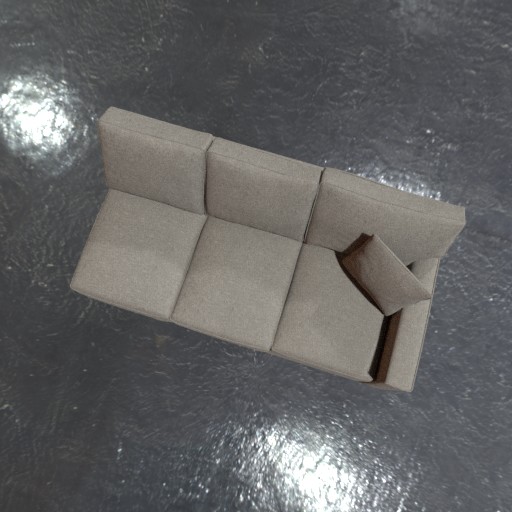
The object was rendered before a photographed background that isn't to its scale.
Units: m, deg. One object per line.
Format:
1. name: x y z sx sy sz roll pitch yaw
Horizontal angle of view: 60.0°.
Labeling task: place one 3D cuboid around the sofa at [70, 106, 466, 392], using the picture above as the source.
1. sofa: 0.000 0.000 2.585 1.963 0.946 1.034 17 76 4
